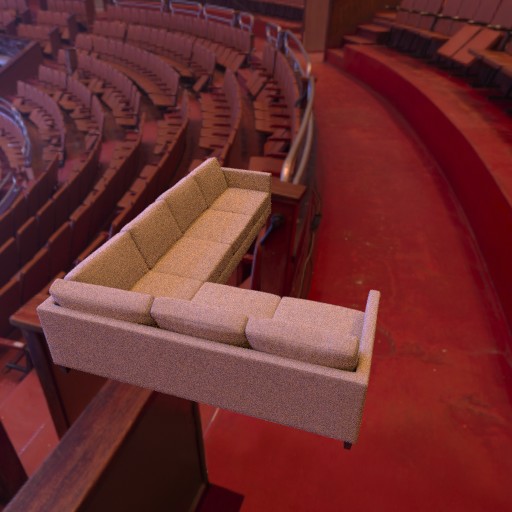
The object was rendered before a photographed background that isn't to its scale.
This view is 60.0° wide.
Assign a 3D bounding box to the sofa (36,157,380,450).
[{"bbox_3d":[0.000,0.000,4.360,2.432,0.863,3.182,9,33,15],"label":"sofa"}]
